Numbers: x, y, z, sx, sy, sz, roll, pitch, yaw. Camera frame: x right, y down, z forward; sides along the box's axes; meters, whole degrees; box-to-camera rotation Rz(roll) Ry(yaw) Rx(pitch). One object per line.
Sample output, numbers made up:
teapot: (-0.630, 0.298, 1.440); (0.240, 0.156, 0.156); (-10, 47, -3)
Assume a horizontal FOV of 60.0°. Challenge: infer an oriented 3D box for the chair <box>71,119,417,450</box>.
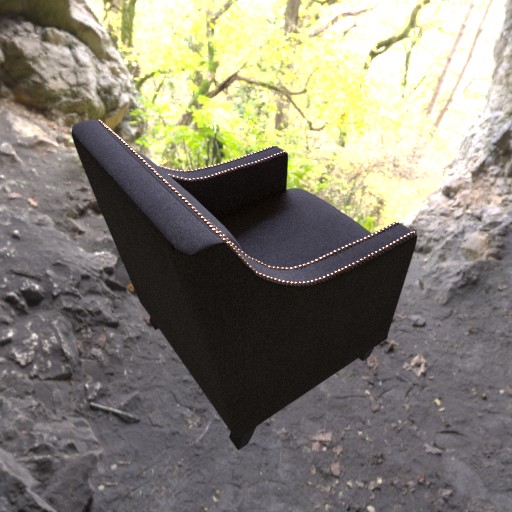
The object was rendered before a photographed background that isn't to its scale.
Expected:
chair: (0.000, 0.000, 1.617); (0.884, 0.967, 0.776); (-25, 47, -26)
